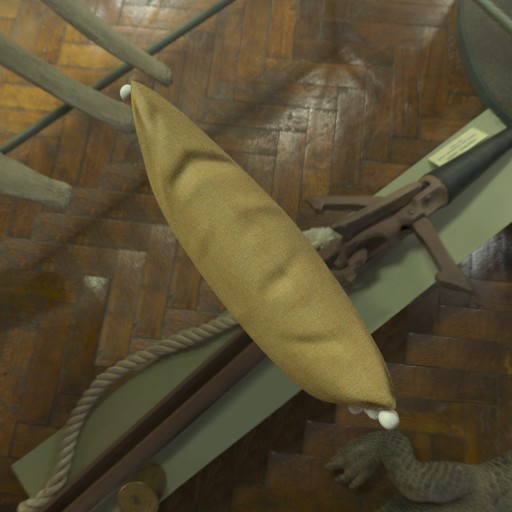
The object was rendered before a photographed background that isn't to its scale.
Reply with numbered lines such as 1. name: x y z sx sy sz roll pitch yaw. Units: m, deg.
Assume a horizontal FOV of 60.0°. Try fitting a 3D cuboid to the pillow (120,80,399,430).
1. pillow: 0.000 0.000 0.820 0.201 0.322 0.709 -37 79 -9
